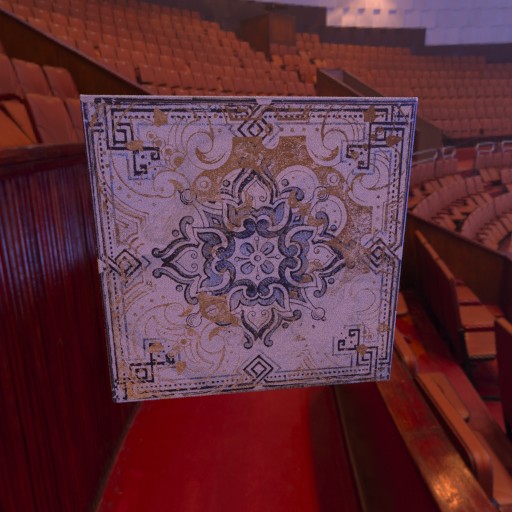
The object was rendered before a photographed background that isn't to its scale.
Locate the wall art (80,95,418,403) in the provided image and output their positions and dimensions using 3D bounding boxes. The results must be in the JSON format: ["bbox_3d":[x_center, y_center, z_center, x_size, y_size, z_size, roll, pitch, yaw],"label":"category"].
[{"bbox_3d":[0.000,0.000,0.895,0.609,0.607,0.036,-2,17,-8],"label":"wall art"}]
